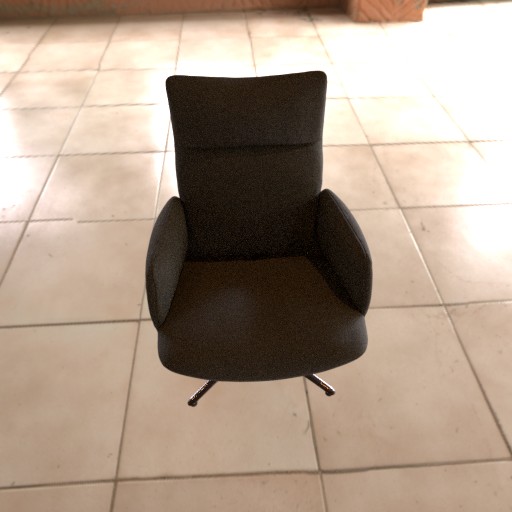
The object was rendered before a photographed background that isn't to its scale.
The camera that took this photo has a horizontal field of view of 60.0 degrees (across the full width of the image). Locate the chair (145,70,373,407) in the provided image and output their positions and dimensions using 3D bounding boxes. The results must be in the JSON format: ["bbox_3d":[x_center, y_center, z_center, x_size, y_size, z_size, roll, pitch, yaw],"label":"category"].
[{"bbox_3d":[0.000,0.000,1.542,0.702,0.984,0.831,-3,45,-3],"label":"chair"}]
